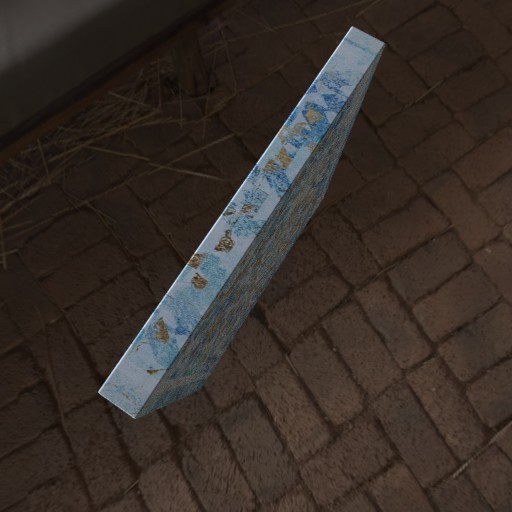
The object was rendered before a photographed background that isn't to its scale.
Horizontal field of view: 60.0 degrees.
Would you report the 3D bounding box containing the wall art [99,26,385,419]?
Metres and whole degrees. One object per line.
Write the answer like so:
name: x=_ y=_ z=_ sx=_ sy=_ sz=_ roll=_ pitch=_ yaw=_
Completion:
wall art: x=0.000 y=0.000 z=0.584 sx=0.037 sy=0.405 sz=0.405 roll=32 pitch=78 yaw=7
